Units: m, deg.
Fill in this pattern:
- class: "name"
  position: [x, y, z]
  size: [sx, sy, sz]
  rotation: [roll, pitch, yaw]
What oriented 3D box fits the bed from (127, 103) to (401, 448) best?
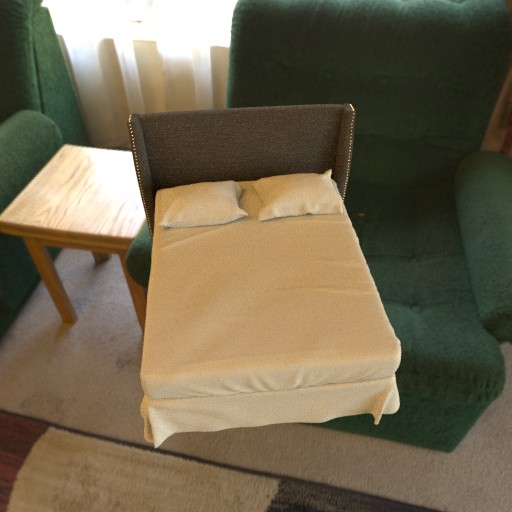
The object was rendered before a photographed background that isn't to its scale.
- class: "bed"
  position: [0.000, 0.000, 3.425]
  size: [1.925, 1.332, 2.276]
  rotation: [-4, 45, -4]
